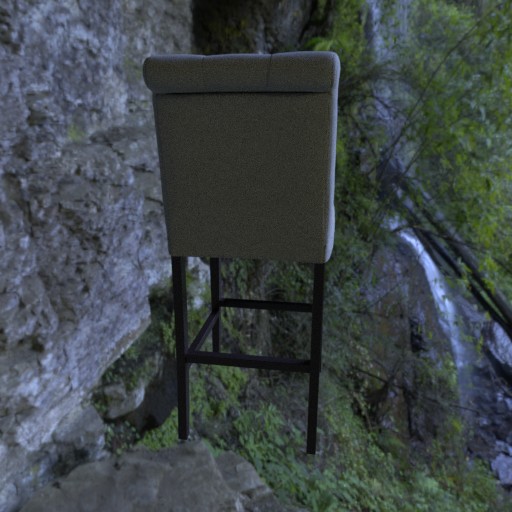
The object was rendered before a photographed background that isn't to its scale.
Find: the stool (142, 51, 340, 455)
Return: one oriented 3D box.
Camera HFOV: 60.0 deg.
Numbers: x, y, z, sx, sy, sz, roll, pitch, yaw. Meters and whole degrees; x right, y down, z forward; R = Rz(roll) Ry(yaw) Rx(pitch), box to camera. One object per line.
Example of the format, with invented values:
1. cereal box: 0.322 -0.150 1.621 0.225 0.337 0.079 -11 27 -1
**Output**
1. stool: 0.000 0.000 1.432 0.493 1.140 0.601 3 17 9
